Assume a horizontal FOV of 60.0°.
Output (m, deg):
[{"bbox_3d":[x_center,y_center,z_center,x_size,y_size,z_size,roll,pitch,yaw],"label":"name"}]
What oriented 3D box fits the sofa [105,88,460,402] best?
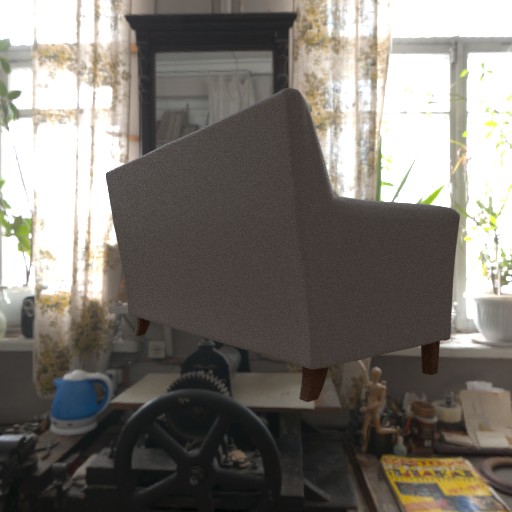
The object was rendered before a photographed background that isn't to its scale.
[{"bbox_3d":[0.000,0.000,1.997,0.888,0.890,1.482,0,0,-36],"label":"sofa"}]
